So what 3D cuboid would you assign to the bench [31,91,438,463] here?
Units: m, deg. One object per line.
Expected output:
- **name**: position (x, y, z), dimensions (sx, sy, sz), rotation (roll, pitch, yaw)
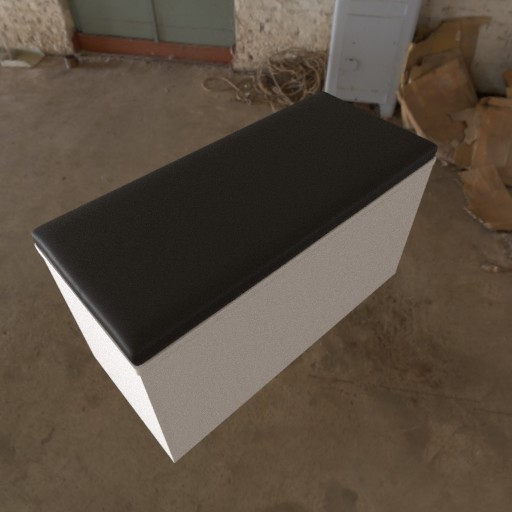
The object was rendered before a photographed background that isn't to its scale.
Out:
- **bench**: position (0.000, 0.000, 1.186), dimensions (0.899, 0.500, 0.401), rotation (-34, 56, -27)
